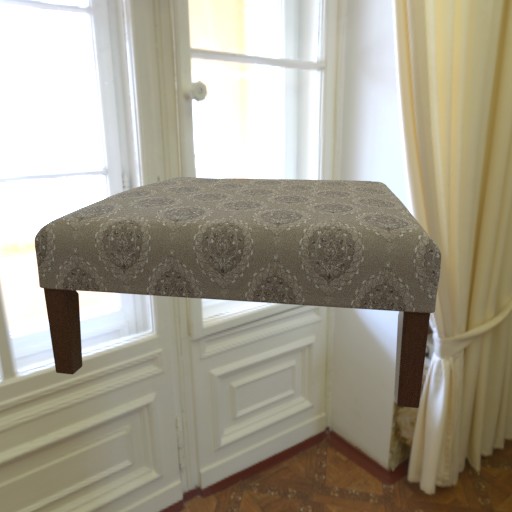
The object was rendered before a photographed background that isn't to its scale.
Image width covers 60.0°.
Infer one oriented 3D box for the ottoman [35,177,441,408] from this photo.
[{"bbox_3d":[0.000,0.000,1.393,0.889,0.411,0.890,3,17,9],"label":"ottoman"}]
